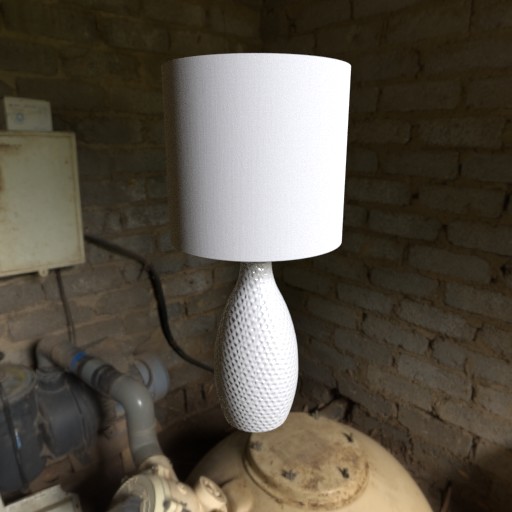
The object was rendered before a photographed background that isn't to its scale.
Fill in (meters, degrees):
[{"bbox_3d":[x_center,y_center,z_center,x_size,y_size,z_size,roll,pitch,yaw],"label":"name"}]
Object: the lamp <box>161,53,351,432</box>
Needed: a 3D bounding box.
[{"bbox_3d":[0.000,0.000,0.573,0.214,0.466,0.214,3,16,9],"label":"lamp"}]
